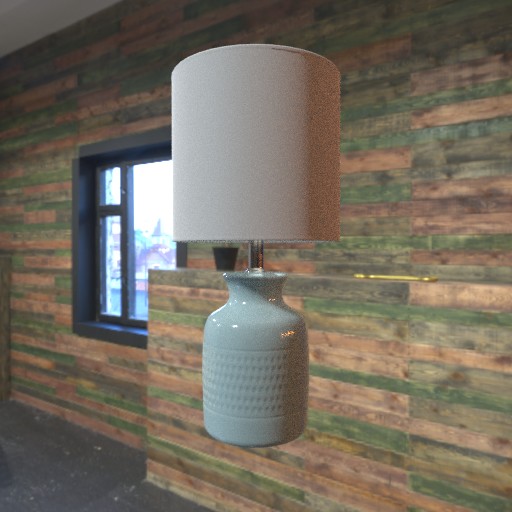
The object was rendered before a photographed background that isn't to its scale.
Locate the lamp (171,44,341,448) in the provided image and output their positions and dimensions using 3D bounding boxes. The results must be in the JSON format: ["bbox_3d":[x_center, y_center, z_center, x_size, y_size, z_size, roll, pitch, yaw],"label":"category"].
[{"bbox_3d":[0.000,0.000,1.120,0.418,0.871,0.418,1,1,36],"label":"lamp"}]
